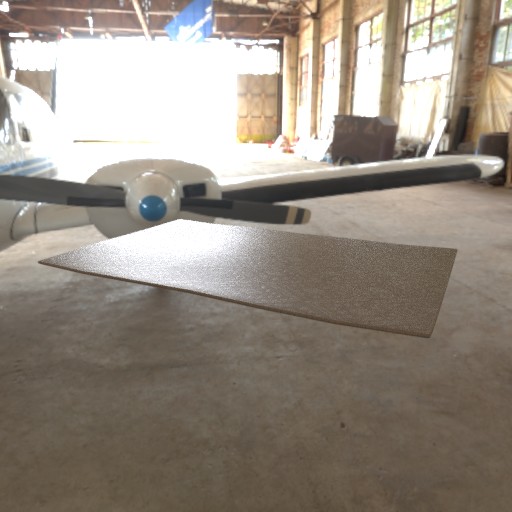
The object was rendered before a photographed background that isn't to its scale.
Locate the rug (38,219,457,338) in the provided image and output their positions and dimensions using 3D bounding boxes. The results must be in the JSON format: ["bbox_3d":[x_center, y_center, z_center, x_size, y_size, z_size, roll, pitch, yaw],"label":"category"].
[{"bbox_3d":[0.000,0.000,3.034,2.430,0.053,1.553,8,18,26],"label":"rug"}]
